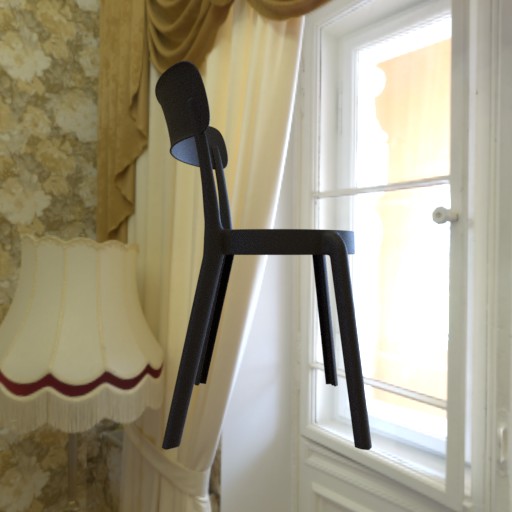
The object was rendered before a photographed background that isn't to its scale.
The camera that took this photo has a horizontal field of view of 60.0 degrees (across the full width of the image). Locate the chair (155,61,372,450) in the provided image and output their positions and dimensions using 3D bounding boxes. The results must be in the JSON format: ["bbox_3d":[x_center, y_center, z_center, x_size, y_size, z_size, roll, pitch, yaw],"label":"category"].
[{"bbox_3d":[0.000,0.000,1.129,0.491,0.790,0.506,0,1,1],"label":"chair"}]
